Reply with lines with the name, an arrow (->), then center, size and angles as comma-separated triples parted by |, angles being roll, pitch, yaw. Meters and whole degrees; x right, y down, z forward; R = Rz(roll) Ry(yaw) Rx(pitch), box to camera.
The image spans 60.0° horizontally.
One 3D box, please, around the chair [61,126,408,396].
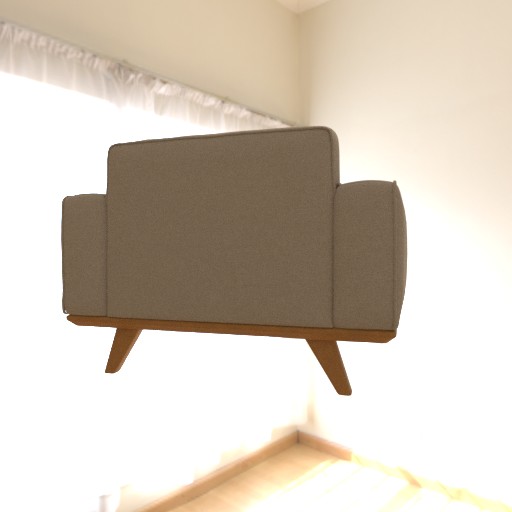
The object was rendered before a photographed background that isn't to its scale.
chair -> 0.000, 0.000, 1.746 | 1.115, 0.779, 0.953 | 0, 0, 17
